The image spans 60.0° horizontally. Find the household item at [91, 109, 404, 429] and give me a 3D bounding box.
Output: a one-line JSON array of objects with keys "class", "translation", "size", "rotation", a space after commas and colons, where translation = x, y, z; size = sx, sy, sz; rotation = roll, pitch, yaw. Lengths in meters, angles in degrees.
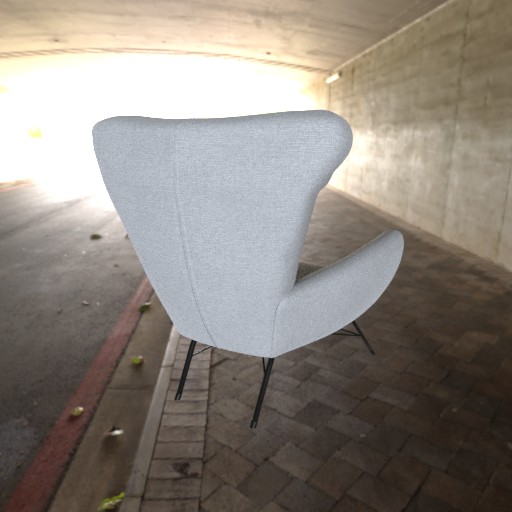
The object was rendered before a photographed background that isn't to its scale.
[{"class": "household item", "translation": [0.000, 0.000, 1.742], "size": [0.980, 1.050, 0.900], "rotation": [8, 17, 28]}]
